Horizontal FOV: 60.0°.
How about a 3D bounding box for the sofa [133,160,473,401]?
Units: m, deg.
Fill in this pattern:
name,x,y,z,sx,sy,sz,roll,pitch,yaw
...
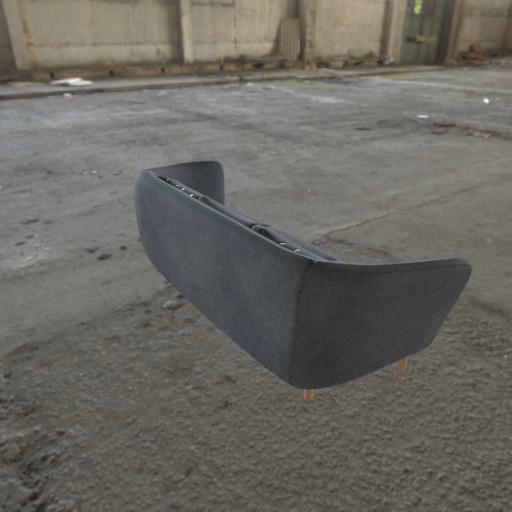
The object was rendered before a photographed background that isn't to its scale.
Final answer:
name,x,y,z,sx,sy,sz,roll,pitch,yaw
sofa,0.000,0.000,2.571,0.849,0.795,2.095,-18,31,-31
